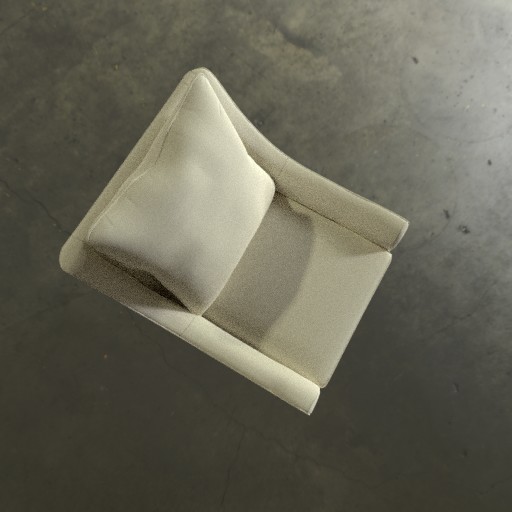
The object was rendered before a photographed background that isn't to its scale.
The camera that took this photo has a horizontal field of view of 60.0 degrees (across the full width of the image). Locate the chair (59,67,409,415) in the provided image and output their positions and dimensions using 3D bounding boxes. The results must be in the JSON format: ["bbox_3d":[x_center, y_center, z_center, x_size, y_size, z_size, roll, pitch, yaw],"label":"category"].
[{"bbox_3d":[0.000,0.000,1.578,0.876,0.965,0.756,29,78,7],"label":"chair"}]
